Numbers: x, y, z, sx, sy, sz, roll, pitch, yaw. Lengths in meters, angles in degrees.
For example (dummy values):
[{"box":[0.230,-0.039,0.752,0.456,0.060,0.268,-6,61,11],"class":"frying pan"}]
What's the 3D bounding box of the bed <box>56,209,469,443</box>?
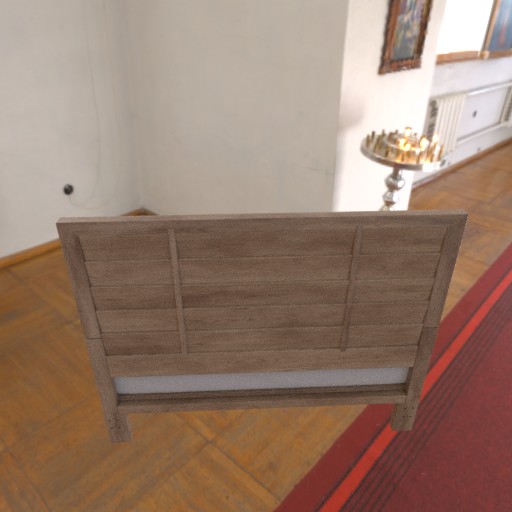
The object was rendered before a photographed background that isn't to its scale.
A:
[{"box":[0.000,0.000,3.466,2.032,1.626,2.062,-1,30,-2],"class":"bed"}]
